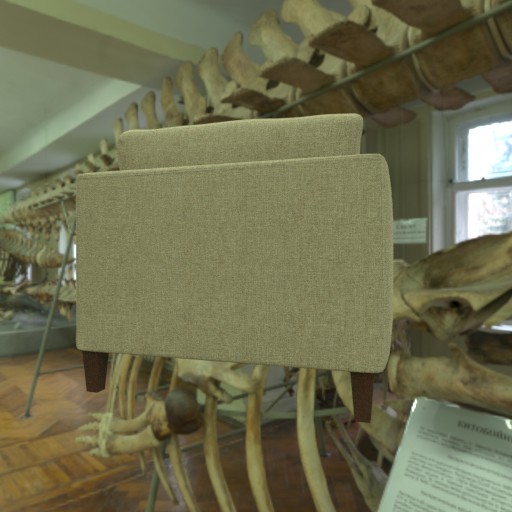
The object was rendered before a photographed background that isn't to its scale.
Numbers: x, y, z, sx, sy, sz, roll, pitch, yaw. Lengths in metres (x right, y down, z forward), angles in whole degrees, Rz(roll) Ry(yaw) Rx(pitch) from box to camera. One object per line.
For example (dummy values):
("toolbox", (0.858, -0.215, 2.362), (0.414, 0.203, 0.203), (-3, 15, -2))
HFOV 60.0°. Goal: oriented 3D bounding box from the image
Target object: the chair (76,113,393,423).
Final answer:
("chair", (0.000, 0.000, 1.874), (1.107, 0.987, 0.959), (0, 0, 18))
